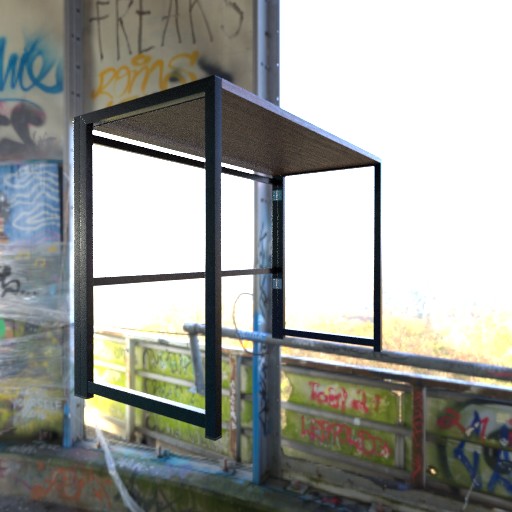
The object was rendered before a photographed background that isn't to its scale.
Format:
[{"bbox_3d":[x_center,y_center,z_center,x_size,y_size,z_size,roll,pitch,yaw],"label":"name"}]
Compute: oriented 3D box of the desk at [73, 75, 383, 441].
[{"bbox_3d":[0.000,0.000,1.479,0.508,0.762,1.016,0,1,35],"label":"desk"}]
